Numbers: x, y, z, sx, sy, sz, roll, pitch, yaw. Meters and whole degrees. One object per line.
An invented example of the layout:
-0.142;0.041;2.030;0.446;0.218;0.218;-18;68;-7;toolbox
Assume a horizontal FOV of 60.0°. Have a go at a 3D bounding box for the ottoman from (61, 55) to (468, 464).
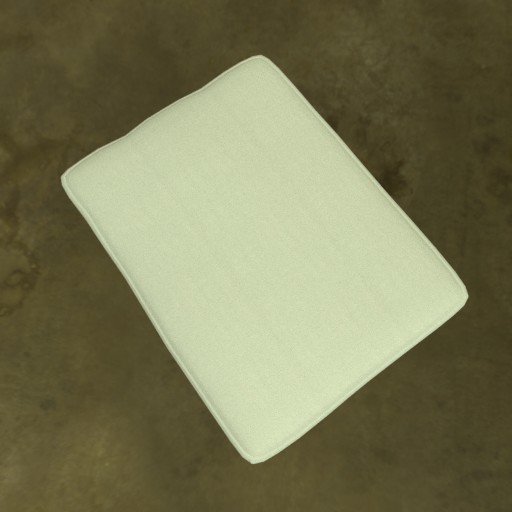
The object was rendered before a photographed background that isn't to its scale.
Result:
0.000;0.000;1.208;0.634;0.496;0.818;-35;78;-9;ottoman
